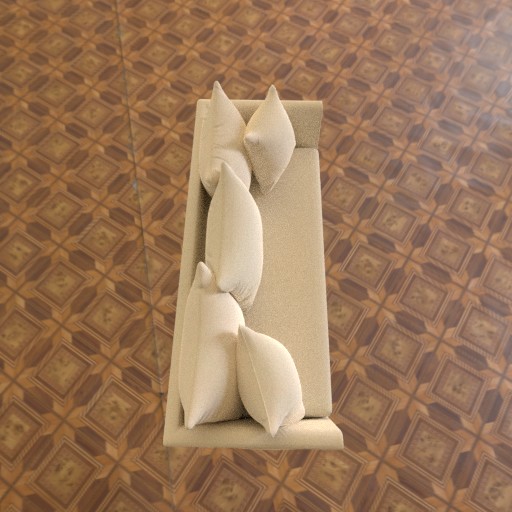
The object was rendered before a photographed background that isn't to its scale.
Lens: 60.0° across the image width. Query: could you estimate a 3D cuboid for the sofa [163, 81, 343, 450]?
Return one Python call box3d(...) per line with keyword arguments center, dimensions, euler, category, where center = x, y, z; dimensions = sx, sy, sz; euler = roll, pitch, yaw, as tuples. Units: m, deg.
box3d(center=(0.000, 0.000, 3.102), dimensions=(1.030, 1.042, 2.484), euler=(1, 65, 0), category="sofa")
